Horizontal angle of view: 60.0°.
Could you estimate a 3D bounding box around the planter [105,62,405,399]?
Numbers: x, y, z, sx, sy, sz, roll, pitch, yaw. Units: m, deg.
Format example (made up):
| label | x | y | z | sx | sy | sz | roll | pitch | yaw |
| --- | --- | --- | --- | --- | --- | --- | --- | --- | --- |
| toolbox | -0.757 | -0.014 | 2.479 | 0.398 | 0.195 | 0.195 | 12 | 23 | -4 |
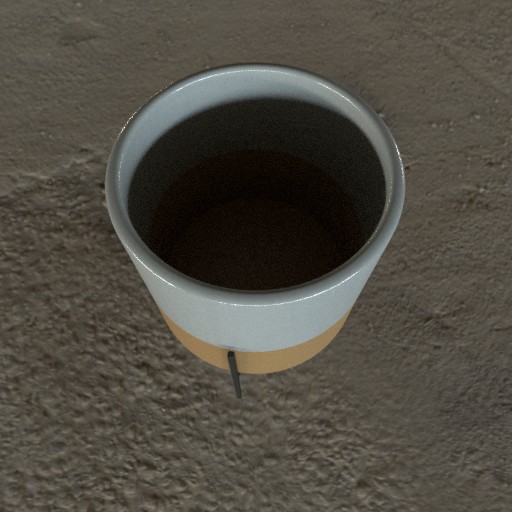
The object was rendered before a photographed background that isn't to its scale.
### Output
| label | x | y | z | sx | sy | sz | roll | pitch | yaw |
| --- | --- | --- | --- | --- | --- | --- | --- | --- | --- |
| planter | 0.000 | 0.000 | 0.638 | 0.310 | 0.432 | 0.310 | -32 | 68 | -15 |
